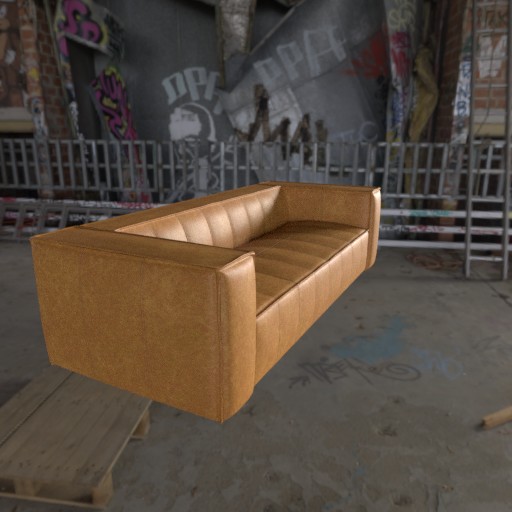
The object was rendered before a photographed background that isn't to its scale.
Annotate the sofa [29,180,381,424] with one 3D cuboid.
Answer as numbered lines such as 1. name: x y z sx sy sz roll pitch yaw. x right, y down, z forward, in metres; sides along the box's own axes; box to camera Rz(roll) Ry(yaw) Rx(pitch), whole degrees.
1. sofa: 0.000 0.000 2.963 1.102 0.701 2.581 8 18 27
